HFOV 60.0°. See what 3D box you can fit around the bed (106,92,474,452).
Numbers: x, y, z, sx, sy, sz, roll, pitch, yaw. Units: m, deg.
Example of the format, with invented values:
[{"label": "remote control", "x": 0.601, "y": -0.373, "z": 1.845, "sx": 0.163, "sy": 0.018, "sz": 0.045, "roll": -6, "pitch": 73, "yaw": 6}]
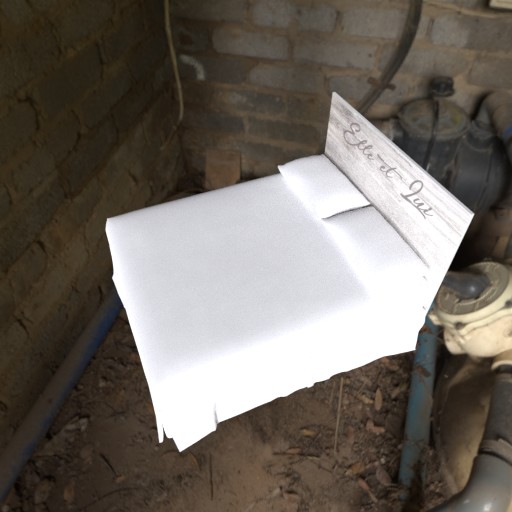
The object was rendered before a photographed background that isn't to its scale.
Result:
[{"label": "bed", "x": 0.000, "y": 0.000, "z": 3.245, "sx": 2.094, "sy": 1.335, "sz": 1.745, "roll": -17, "pitch": 49, "yaw": -15}]
